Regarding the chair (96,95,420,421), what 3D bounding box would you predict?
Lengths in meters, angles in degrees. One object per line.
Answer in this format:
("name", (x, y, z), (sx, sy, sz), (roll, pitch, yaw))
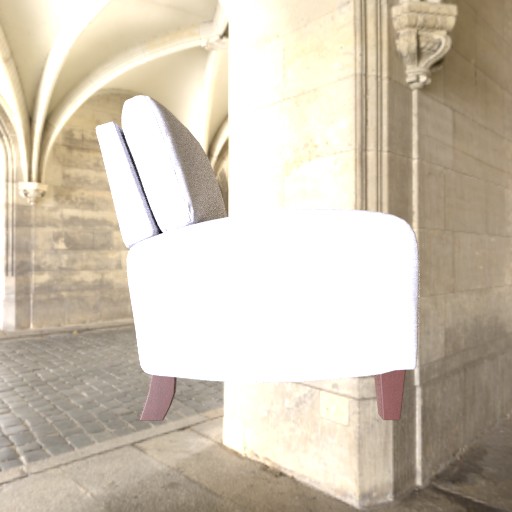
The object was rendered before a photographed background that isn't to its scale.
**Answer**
("chair", (0.000, 0.000, 1.653), (0.990, 0.990, 0.762), (0, 0, 0))
